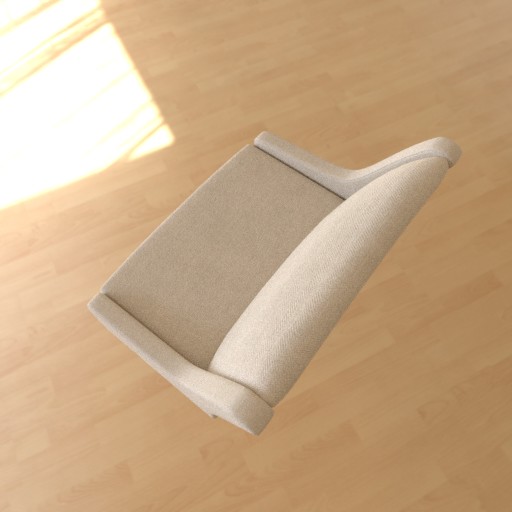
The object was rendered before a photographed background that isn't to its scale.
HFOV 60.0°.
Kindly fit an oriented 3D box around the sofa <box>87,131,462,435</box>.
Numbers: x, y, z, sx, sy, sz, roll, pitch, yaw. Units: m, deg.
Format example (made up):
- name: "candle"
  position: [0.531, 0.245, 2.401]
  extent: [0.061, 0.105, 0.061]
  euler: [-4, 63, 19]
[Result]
- name: "sofa"
  position: [0.000, 0.000, 1.894]
  extent: [0.946, 0.976, 1.212]
  euler: [35, 68, 17]
